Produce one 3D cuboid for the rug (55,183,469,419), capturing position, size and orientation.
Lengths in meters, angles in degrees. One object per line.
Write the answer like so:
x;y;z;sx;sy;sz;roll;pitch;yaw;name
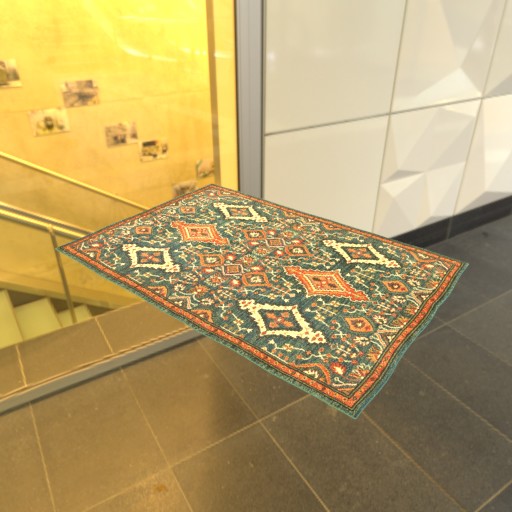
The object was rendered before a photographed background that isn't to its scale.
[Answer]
0.000;0.000;3.035;2.373;0.009;1.622;22;37;32;rug
